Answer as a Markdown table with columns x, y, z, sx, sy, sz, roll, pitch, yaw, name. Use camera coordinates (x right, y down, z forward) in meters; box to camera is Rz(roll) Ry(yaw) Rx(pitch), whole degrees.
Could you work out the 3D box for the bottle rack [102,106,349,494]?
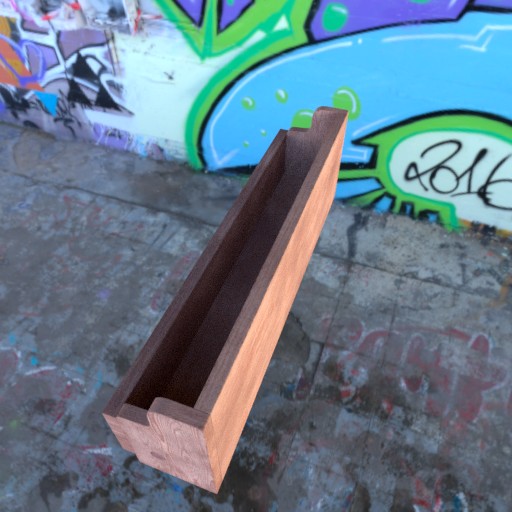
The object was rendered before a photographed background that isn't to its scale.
| x | y | z | sx | sy | sz | roll | pitch | yaw | name |
| --- | --- | --- | --- | --- | --- | --- | --- | --- | --- |
| 0.000 | 0.000 | 0.680 | 0.126 | 0.196 | 0.608 | 15 | 49 | 14 | bottle rack |
